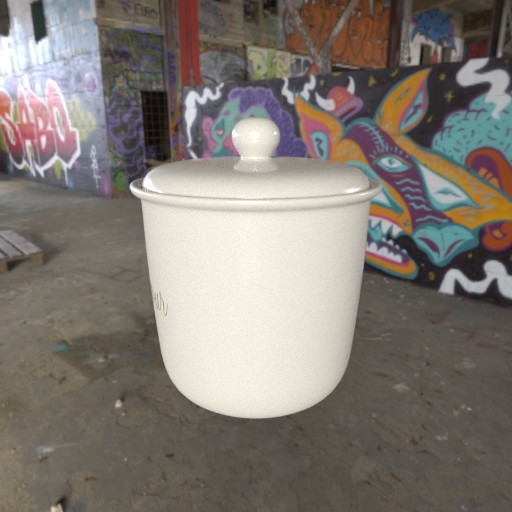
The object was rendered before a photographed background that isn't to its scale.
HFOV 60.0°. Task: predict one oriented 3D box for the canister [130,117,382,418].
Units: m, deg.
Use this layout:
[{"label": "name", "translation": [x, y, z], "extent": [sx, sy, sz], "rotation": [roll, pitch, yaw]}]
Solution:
[{"label": "canister", "translation": [0.000, 0.000, 0.347], "extent": [0.182, 0.208, 0.182], "rotation": [0, 16, 0]}]
